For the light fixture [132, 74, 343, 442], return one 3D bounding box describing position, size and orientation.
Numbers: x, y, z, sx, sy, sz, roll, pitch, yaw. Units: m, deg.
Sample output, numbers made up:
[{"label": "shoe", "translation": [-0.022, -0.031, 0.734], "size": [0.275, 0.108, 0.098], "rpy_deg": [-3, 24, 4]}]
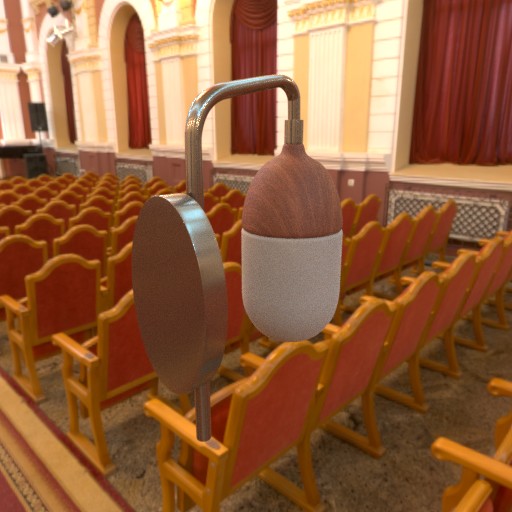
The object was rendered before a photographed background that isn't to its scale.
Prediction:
[{"label": "light fixture", "translation": [0.000, 0.000, 0.442], "size": [0.216, 0.343, 0.108], "rpy_deg": [-15, 21, -43]}]
